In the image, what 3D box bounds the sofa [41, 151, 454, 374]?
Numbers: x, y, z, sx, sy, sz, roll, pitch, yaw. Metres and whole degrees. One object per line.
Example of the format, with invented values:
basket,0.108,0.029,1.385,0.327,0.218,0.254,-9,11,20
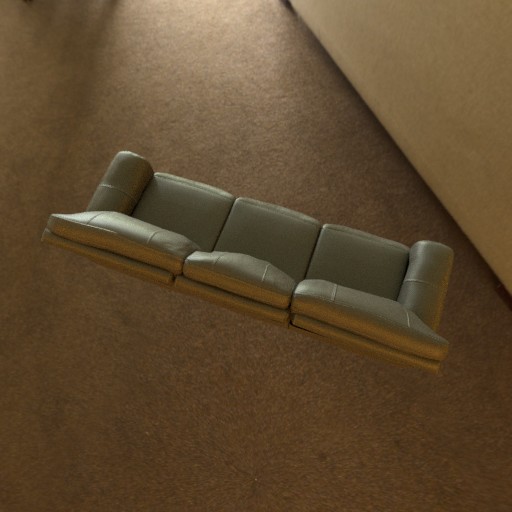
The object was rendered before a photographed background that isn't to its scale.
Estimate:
sofa,0.000,0.000,3.200,2.627,1.134,1.104,18,65,9
